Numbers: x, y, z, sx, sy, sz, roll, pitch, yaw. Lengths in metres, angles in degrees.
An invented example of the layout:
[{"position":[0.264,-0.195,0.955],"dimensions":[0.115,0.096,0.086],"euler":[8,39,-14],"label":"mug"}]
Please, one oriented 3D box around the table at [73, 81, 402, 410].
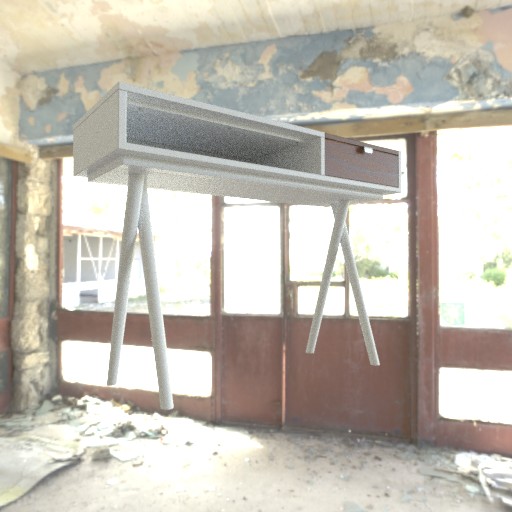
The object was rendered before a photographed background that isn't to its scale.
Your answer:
[{"position":[0.000,0.000,1.479],"dimensions":[1.066,0.785,0.418],"euler":[1,-1,-36],"label":"table"}]
